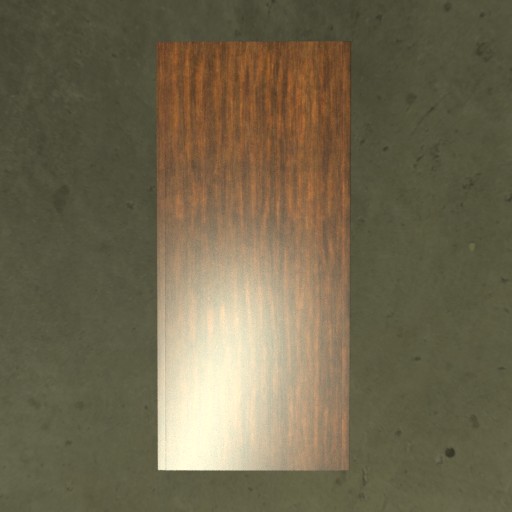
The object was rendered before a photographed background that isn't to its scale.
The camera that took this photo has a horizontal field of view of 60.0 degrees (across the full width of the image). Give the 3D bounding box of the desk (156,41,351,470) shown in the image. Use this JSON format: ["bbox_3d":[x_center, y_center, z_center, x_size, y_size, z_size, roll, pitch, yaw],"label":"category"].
[{"bbox_3d":[0.000,0.000,2.008,0.724,0.762,1.575,0,91,0],"label":"desk"}]
